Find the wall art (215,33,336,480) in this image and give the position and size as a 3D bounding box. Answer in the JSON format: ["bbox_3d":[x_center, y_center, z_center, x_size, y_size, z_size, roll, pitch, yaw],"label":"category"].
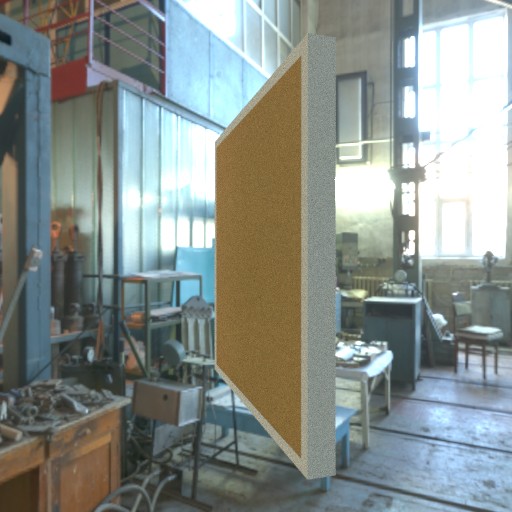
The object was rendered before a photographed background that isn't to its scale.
[{"bbox_3d":[0.000,0.000,0.750,0.035,0.507,0.508,0,0,-17],"label":"wall art"}]
